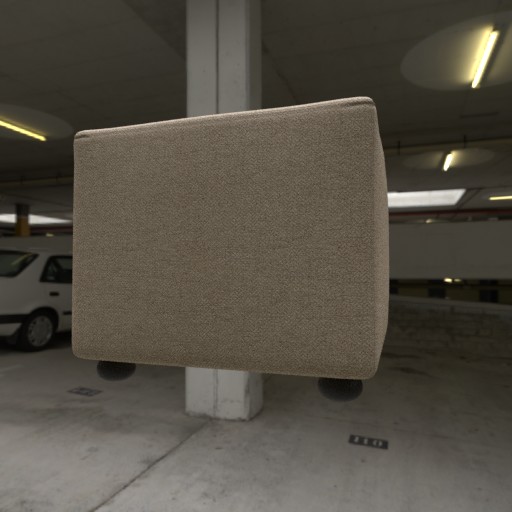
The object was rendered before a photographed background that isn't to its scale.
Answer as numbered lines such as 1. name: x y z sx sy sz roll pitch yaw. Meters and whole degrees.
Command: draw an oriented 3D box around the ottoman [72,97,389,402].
1. ottoman: 0.000 0.000 0.892 0.508 0.432 0.508 -1 -2 18
